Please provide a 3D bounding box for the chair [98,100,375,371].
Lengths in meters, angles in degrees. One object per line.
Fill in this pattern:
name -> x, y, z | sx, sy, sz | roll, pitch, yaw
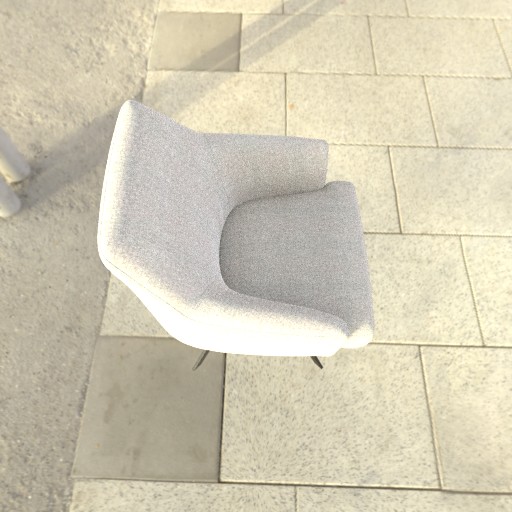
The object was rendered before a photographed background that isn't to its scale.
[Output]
chair -> 0.000, 0.000, 1.355 | 0.677, 0.874, 0.642 | -1, 63, 0
